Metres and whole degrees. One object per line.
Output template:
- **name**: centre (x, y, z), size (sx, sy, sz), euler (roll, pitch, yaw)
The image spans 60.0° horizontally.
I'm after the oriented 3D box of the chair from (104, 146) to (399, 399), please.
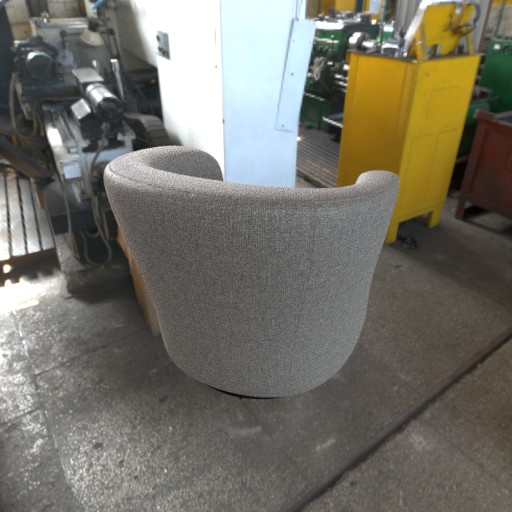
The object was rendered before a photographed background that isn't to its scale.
- **chair**: centre (0.000, 0.000, 1.429), size (0.791, 0.771, 0.815), euler (11, 34, 17)
